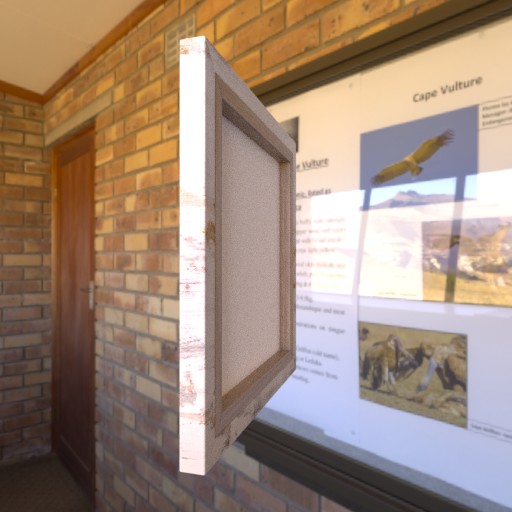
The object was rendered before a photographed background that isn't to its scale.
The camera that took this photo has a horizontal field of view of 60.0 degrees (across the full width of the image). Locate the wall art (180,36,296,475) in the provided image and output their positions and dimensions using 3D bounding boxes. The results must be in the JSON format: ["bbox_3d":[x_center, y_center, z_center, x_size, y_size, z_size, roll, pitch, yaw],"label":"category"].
[{"bbox_3d":[0.000,0.000,0.914,0.040,0.613,0.611,0,0,17],"label":"wall art"}]
